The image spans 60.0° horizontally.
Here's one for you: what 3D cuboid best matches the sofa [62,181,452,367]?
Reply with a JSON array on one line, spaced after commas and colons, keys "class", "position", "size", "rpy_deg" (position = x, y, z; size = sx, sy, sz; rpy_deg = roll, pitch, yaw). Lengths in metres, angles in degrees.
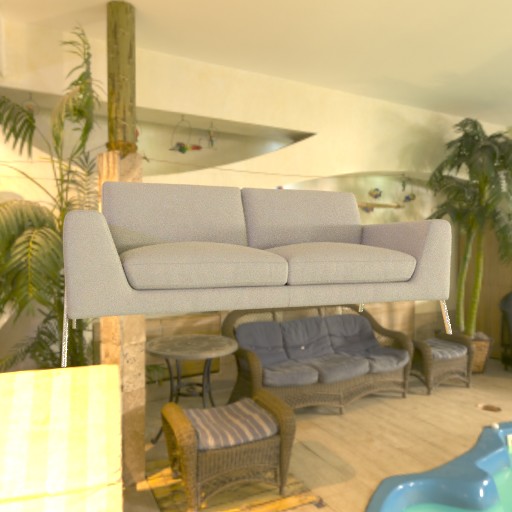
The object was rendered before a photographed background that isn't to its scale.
[{"class": "sofa", "position": [0.000, 0.000, 2.572], "size": [2.017, 0.875, 0.953], "rpy_deg": [0, 1, -20]}]
